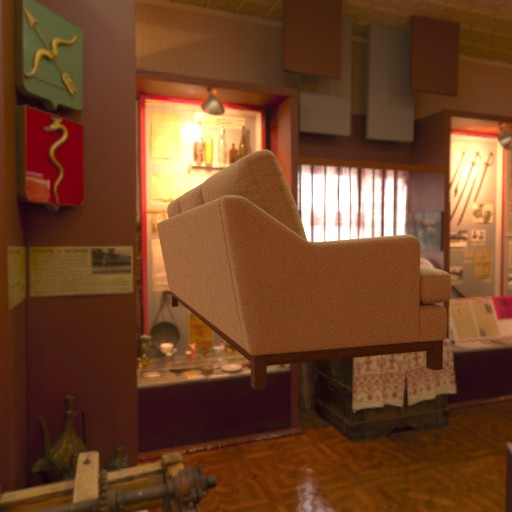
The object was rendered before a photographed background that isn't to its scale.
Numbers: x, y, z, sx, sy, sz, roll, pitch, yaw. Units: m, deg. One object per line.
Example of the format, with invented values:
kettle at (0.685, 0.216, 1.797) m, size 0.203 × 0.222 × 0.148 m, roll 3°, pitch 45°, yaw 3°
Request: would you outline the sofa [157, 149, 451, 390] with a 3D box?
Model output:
sofa at (0.000, 0.000, 2.803) m, size 1.000 × 0.913 × 2.321 m, roll -1°, pitch 2°, yaw -18°
